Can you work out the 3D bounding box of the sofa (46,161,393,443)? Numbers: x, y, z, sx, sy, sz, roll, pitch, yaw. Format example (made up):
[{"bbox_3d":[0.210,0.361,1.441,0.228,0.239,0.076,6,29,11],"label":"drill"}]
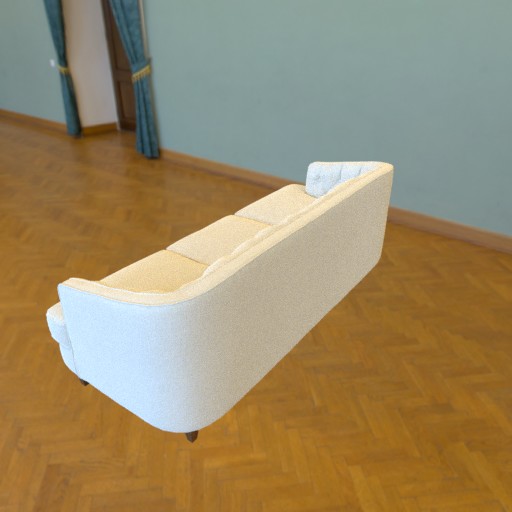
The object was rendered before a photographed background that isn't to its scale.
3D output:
[{"bbox_3d":[0.000,0.000,2.723,0.941,0.855,2.278,20,35,31],"label":"sofa"}]
